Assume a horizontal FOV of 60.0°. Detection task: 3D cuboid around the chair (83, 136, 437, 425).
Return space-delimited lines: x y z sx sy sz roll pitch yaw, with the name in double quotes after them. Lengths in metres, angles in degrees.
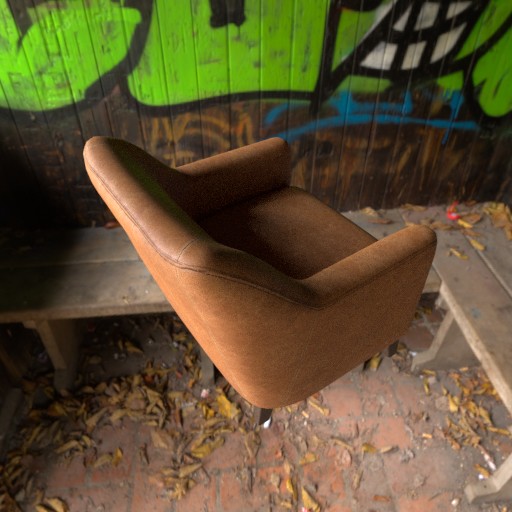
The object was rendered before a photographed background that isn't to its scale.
0.000 0.000 1.839 1.034 0.980 1.037 -24 46 -26 "chair"
